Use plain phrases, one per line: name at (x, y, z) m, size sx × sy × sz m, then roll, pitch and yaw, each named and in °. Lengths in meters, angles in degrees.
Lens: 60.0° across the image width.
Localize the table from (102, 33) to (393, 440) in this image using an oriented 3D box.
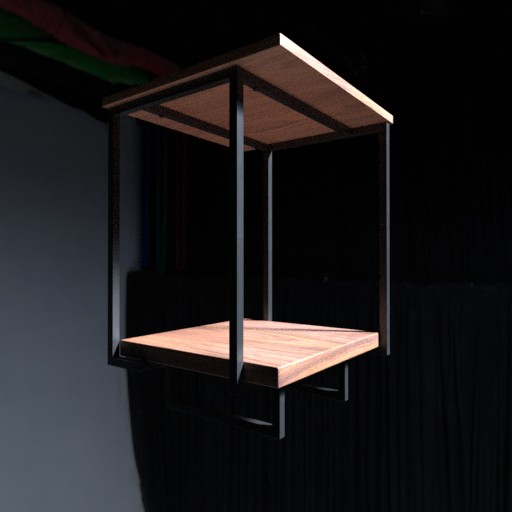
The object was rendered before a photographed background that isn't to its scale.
table at (0.000, 0.000, 0.843) m, size 0.384 × 0.567 × 0.411 m, roll 0°, pitch -1°, yaw 37°
